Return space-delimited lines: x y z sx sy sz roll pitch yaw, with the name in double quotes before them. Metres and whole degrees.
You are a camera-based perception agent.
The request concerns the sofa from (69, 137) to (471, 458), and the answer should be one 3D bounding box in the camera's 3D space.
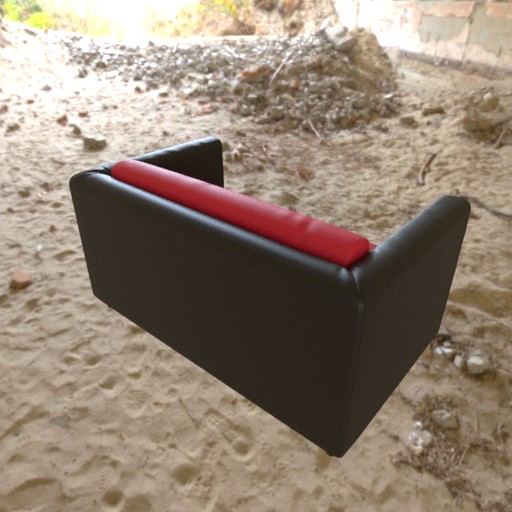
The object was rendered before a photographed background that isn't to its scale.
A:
"sofa" 0.000 0.000 1.914 1.410 0.735 0.845 23 37 34
